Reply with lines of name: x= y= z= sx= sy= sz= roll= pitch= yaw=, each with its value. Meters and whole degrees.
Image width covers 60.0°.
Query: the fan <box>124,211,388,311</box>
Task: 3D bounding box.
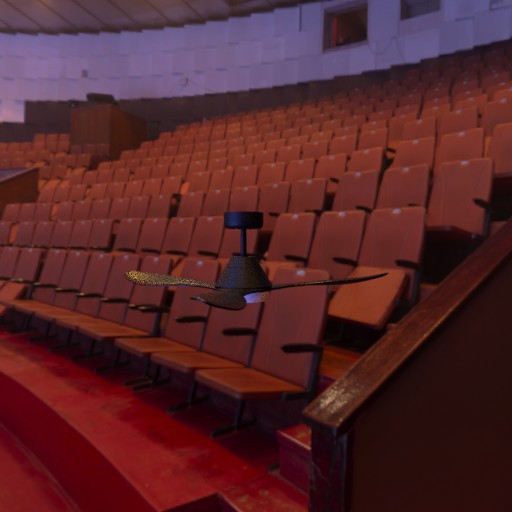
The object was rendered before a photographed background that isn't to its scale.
fan: x=0.000 y=0.000 z=1.655 sx=1.067 sy=0.305 sz=1.067 roll=-1 pitch=2 yaw=-36
